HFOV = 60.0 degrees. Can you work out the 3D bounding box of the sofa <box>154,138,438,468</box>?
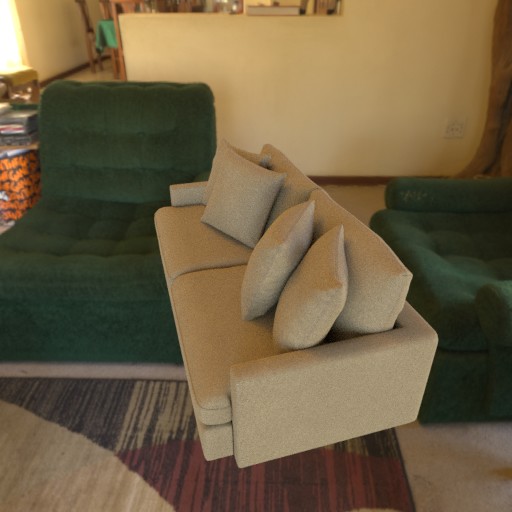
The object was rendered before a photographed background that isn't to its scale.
[{"bbox_3d":[0.000,0.000,3.059,1.228,1.084,2.380,-9,32,-14],"label":"sofa"}]
